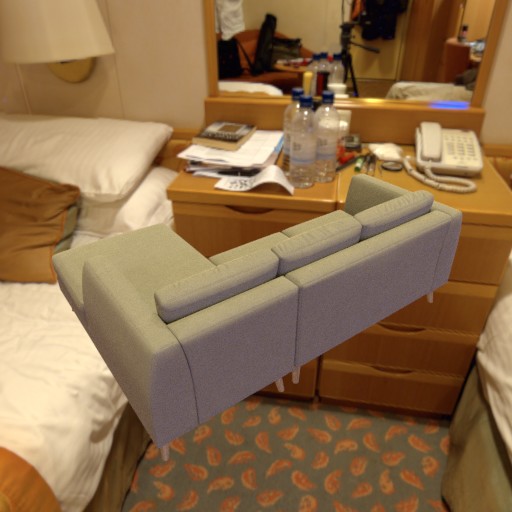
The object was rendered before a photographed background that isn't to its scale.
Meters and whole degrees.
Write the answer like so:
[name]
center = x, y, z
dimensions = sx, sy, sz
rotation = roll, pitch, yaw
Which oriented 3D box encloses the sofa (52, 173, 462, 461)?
[sofa]
center = 0.000, 0.000, 3.020
dimensions = 2.300, 0.860, 1.580
rotation = -21, 37, -30
